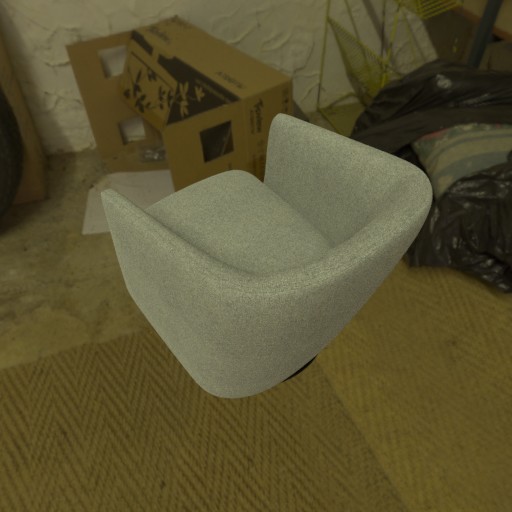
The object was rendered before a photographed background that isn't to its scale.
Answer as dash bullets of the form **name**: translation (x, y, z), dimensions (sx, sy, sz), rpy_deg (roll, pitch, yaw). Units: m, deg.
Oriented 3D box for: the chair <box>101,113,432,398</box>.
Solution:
- **chair**: translation (0.000, 0.000, 1.634), dimensions (0.822, 0.861, 0.986), rpy_deg (-32, 53, -27)
